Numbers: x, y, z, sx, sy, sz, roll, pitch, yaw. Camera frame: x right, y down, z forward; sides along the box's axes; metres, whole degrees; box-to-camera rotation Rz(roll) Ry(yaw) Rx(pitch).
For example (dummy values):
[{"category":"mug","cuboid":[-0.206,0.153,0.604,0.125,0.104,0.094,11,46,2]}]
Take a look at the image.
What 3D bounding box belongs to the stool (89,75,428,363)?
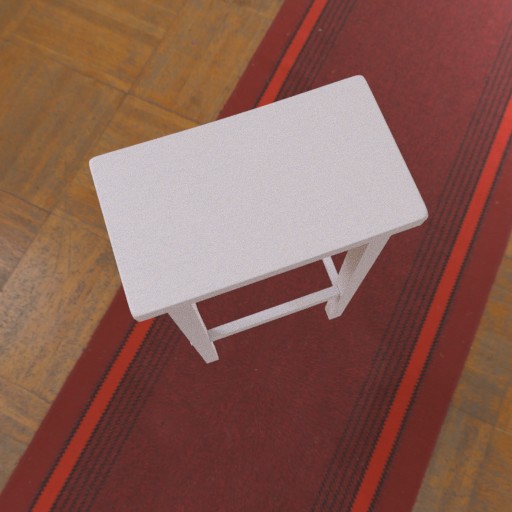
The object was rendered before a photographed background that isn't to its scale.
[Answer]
[{"category":"stool","cuboid":[0.000,0.000,0.950,0.406,0.742,0.322,-19,76,-5]}]
